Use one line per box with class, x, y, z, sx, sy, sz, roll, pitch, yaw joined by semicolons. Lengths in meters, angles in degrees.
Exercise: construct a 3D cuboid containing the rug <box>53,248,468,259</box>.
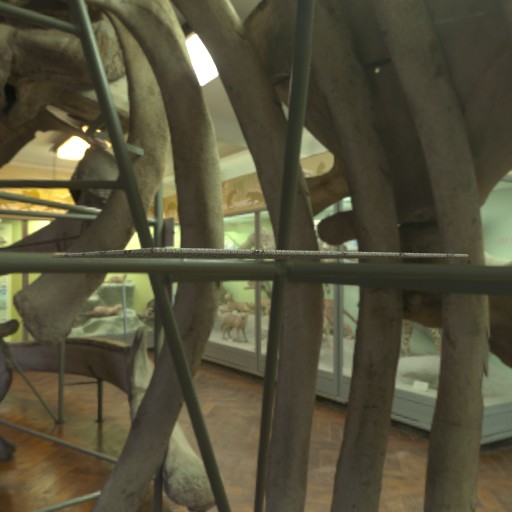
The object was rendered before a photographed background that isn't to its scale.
rug;0.000;0.000;4.133;3.047;0.029;2.438;1;-1;-36
